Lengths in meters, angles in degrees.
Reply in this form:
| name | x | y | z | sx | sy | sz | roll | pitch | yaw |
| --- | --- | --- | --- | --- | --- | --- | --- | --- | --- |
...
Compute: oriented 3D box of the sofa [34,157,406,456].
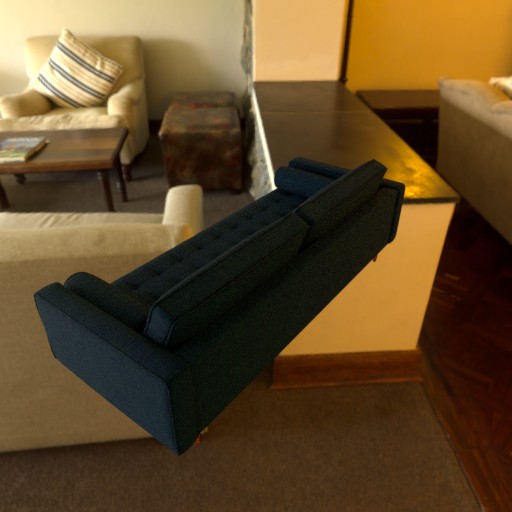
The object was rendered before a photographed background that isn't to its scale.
| name | x | y | z | sx | sy | sz | roll | pitch | yaw |
| --- | --- | --- | --- | --- | --- | --- | --- | --- | --- |
| sofa | 0.000 | 0.000 | 2.612 | 0.914 | 0.762 | 2.210 | 22 | 39 | 31 |
